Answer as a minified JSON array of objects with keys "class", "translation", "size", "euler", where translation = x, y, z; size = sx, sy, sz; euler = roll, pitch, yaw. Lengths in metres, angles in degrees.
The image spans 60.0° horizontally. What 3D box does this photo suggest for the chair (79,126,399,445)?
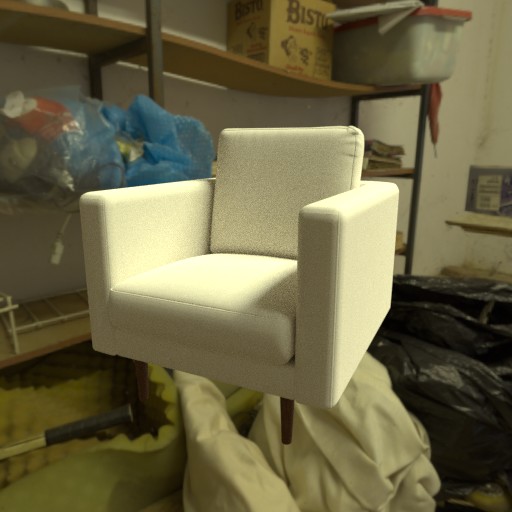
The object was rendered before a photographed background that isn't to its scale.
[{"class":"chair","translation":[0.000,0.000,1.571],"size":[0.831,0.899,0.879],"euler":[6,15,25]}]
